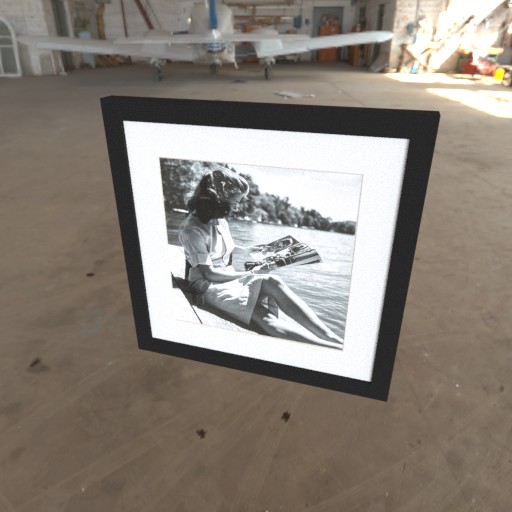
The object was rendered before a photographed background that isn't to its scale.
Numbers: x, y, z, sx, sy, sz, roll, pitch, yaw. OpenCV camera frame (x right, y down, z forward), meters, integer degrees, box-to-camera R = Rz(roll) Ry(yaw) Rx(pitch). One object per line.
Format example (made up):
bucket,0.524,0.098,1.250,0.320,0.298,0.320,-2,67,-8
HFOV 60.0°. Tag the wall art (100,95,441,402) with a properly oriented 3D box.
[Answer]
wall art,0.000,0.000,0.698,0.462,0.458,0.030,8,29,15
